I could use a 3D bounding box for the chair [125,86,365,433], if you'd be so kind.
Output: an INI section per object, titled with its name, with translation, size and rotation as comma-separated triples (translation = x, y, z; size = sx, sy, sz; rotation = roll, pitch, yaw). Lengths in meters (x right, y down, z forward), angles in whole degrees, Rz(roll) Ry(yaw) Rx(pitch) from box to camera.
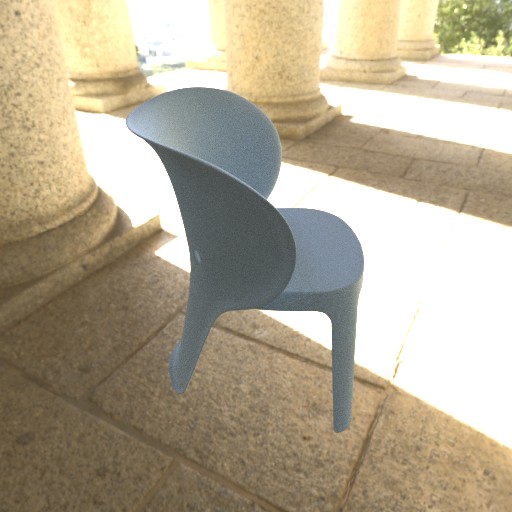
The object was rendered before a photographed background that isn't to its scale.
[chair]
translation = 0.000, 0.000, 0.853
size = 0.402, 0.554, 0.451
rotation = 0, 31, 0
